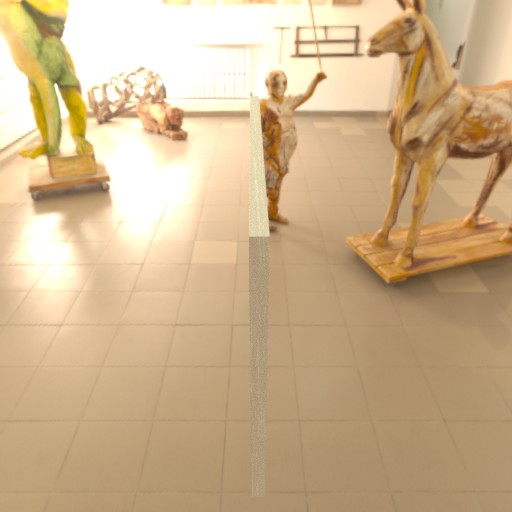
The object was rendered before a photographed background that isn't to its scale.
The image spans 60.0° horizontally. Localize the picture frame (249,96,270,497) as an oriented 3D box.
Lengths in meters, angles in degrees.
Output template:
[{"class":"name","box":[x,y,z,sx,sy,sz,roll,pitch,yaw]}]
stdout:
[{"class":"picture frame","box":[0.000,0.000,1.197,0.029,0.640,0.950,0,31,0]}]
